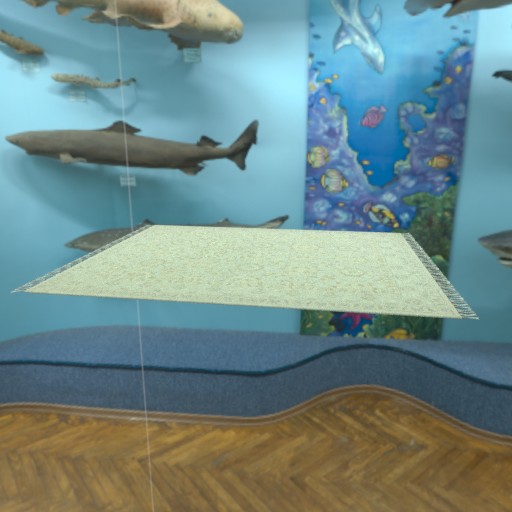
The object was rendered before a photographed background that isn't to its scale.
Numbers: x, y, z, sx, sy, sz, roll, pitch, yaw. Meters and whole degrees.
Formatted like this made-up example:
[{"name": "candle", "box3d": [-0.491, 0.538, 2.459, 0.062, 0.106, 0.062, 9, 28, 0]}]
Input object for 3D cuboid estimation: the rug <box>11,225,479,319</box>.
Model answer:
[{"name": "rug", "box3d": [0.000, 0.000, 3.962, 3.043, 0.013, 2.444, 2, 15, 9]}]
